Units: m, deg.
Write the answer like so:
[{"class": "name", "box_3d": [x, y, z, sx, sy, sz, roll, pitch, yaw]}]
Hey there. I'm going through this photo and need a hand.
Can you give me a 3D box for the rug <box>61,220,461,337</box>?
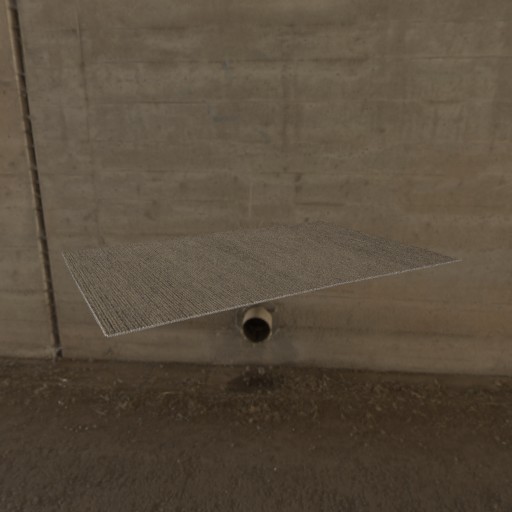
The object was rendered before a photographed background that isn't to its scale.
[{"class": "rug", "box_3d": [0.000, 0.000, 2.328, 1.773, 0.021, 1.149, -9, 18, -28]}]
